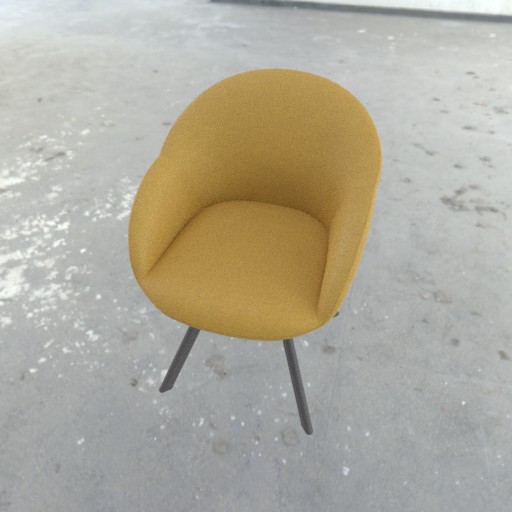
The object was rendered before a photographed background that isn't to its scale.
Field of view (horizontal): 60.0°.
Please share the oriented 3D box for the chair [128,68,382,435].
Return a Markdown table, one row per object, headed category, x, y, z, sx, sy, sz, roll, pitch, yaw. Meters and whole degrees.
| category | x | y | z | sx | sy | sz | roll | pitch | yaw |
| --- | --- | --- | --- | --- | --- | --- | --- | --- | --- |
| chair | 0.000 | 0.000 | 1.182 | 0.551 | 0.793 | 0.583 | 11 | 41 | 13 |
